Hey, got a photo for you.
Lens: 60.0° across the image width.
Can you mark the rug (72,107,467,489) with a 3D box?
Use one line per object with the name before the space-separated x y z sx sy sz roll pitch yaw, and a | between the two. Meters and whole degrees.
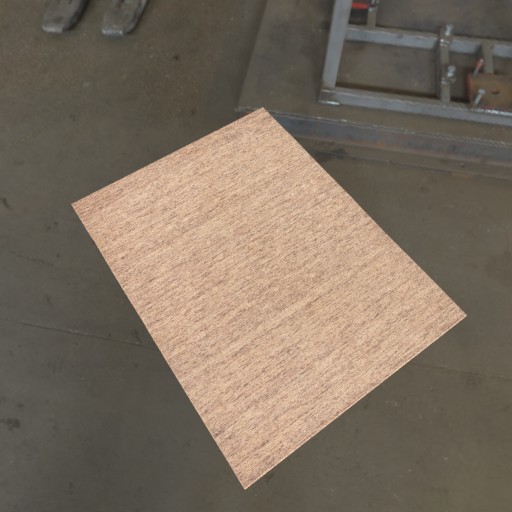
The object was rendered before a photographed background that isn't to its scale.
rug | 0.000 0.000 4.322 2.448 0.013 3.205 -32 66 -16
